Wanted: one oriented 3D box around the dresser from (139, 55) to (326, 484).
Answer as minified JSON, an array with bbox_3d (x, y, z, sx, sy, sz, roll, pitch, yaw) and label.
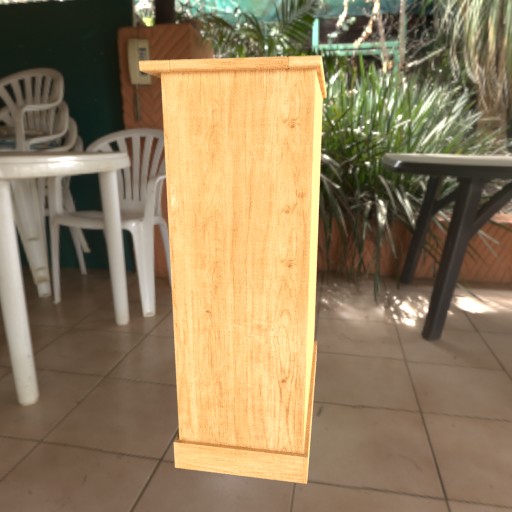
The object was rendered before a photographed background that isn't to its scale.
[{"bbox_3d":[0.000,0.000,1.744,0.485,1.300,0.915,2,15,9],"label":"dresser"}]
